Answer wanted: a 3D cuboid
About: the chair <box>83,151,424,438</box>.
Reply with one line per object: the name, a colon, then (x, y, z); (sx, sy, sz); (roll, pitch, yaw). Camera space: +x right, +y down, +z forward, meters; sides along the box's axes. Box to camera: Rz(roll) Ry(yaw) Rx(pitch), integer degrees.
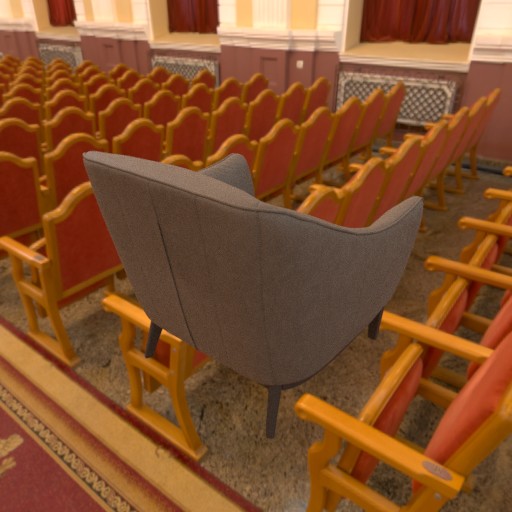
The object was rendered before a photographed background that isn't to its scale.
chair: (0.000, 0.000, 1.565); (0.871, 0.830, 0.852); (21, 36, 33)
